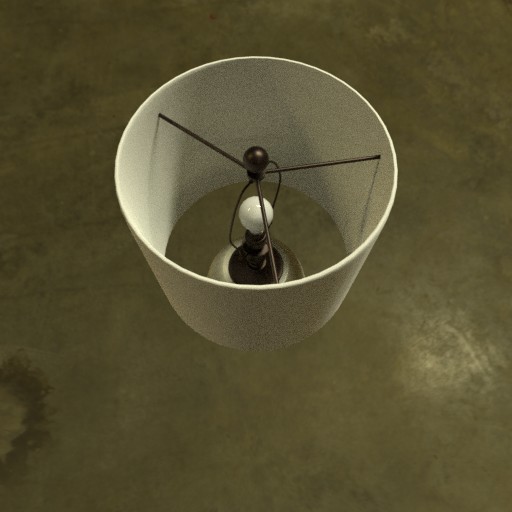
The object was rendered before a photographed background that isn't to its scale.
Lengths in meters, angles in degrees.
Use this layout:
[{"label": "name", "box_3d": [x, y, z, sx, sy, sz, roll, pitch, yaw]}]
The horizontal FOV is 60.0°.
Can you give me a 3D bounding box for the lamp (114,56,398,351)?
[{"label": "lamp", "box_3d": [0.000, 0.000, 0.763, 0.329, 0.570, 0.329, 33, 70, 14]}]
